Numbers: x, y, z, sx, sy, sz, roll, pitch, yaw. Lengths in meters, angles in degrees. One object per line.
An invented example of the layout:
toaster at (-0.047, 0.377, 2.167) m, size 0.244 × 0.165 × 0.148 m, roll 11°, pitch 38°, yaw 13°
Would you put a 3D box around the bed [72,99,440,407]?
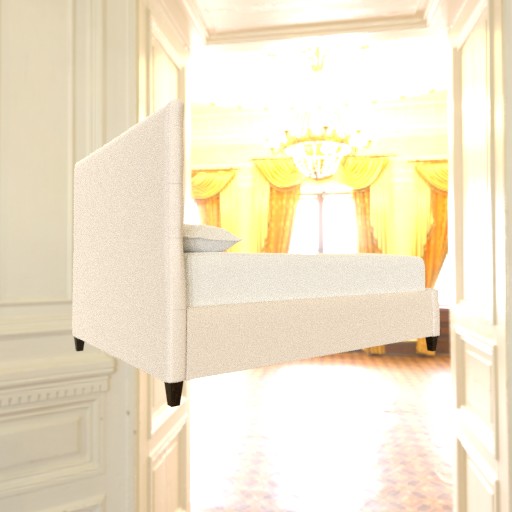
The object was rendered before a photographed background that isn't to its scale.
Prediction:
bed at (0.000, 0.000, 3.349) m, size 2.233 × 1.426 × 1.696 m, roll 1°, pitch -1°, yaw -37°
